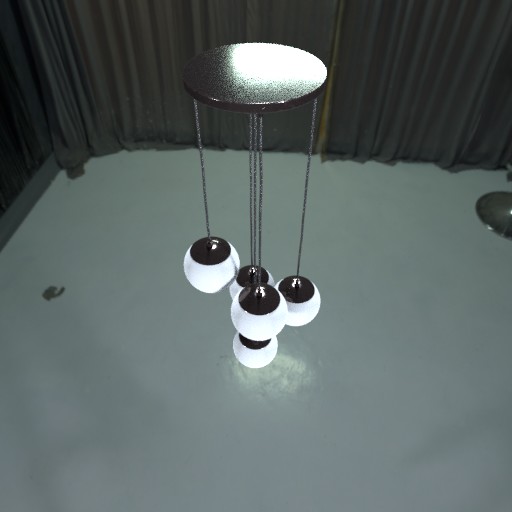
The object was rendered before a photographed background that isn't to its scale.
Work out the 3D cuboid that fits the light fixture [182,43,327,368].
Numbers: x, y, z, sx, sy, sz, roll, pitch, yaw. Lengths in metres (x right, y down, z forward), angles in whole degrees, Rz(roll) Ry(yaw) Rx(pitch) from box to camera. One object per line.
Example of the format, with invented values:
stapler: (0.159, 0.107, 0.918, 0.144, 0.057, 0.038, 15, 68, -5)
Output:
light fixture: (0.000, 0.000, 1.512, 0.489, 1.271, 0.484, 3, 45, 3)
